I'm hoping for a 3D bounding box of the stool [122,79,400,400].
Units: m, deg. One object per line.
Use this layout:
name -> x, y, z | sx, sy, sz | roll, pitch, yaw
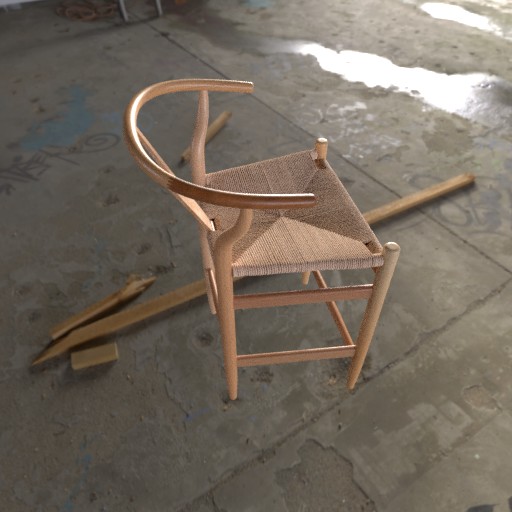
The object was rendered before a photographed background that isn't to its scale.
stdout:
stool -> 0.000, 0.000, 1.296 | 0.575, 0.923, 0.536 | -10, 46, -10
